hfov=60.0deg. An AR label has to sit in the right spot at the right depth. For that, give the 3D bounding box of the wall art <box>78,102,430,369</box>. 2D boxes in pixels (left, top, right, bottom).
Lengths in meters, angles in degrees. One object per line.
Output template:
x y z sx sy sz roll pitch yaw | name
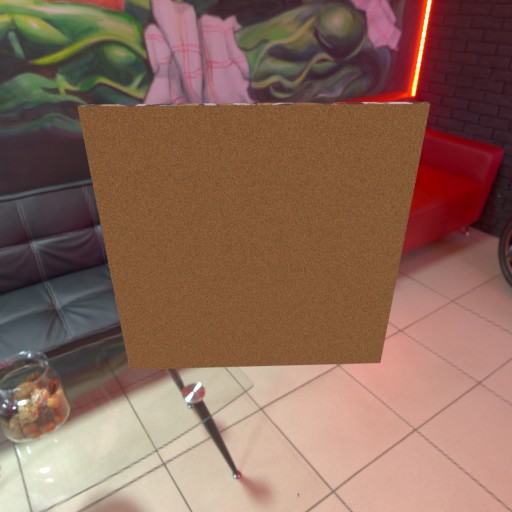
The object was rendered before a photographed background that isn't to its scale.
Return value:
0.000 0.000 0.614 0.404 0.406 0.010 -1 31 -2 | wall art
